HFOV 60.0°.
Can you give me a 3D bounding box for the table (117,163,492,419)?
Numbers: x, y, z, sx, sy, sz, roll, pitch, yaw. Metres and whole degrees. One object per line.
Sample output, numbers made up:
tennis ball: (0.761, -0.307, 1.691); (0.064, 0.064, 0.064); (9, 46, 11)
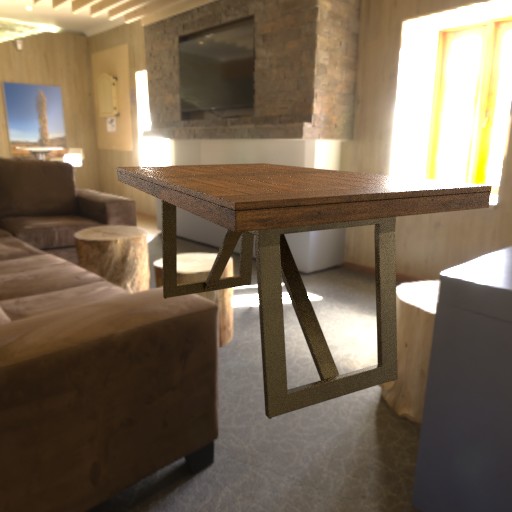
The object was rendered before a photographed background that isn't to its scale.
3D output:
table: (0.000, 0.000, 2.074); (0.931, 0.757, 1.641); (-7, 16, -26)
